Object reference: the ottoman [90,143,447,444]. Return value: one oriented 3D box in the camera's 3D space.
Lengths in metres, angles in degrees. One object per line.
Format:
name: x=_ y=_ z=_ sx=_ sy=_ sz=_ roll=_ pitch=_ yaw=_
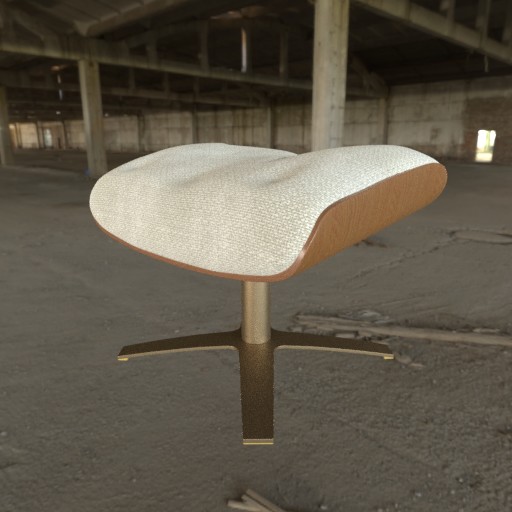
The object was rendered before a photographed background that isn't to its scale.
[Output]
ottoman: x=0.000 y=0.000 z=0.799 sx=0.520 sy=0.391 sz=0.394 roll=14 pitch=20 yaw=42
